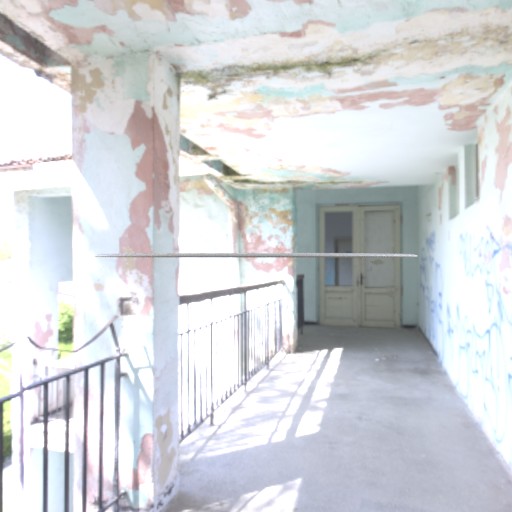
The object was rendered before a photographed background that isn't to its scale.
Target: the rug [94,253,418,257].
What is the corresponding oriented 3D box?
[{"bbox_3d":[0.000,0.000,2.325,1.593,0.012,1.593,0,0,0],"label":"rug"}]
